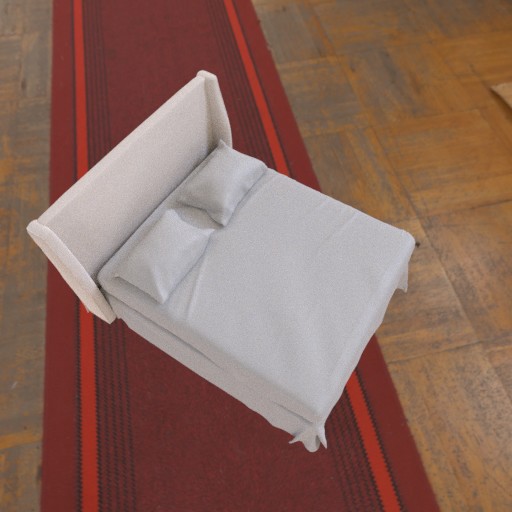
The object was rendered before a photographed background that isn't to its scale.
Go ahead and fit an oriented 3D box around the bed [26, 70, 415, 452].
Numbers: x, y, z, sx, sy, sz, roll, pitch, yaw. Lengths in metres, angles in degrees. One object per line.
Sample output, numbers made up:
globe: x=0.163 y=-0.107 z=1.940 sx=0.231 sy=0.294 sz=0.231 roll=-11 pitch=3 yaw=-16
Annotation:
bed: x=0.000 y=0.000 z=3.444 sx=2.276 sy=1.332 sz=1.925 roll=28 pitch=62 yaw=16
